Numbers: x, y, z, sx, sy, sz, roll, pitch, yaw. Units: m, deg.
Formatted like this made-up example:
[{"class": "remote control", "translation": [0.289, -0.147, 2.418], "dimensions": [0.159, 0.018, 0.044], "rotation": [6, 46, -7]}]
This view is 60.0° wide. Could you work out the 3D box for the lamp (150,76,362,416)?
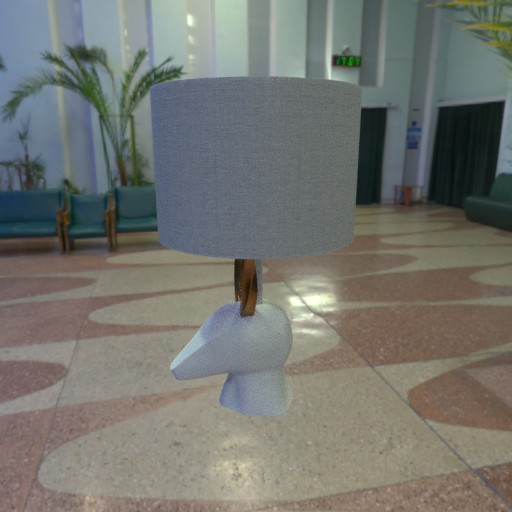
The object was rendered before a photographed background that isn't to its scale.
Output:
[{"class": "lamp", "translation": [0.000, 0.000, 0.700], "dimensions": [0.298, 0.503, 0.298], "rotation": [-3, 15, -10]}]
